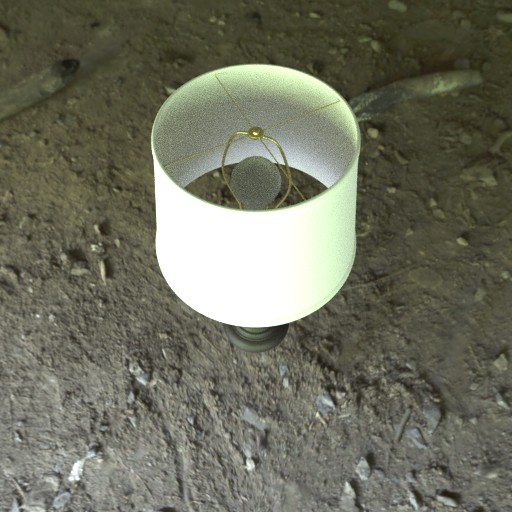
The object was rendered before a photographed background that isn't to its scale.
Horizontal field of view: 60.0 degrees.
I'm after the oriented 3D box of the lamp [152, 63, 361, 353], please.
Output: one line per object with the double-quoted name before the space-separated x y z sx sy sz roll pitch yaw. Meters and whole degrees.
"lamp" 0.000 0.000 0.809 0.335 0.611 0.335 0 59 0
